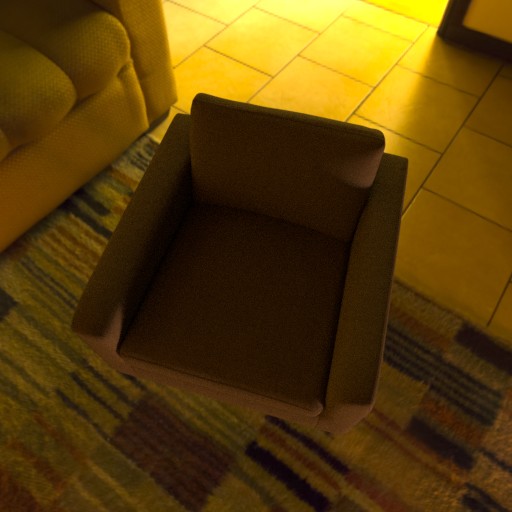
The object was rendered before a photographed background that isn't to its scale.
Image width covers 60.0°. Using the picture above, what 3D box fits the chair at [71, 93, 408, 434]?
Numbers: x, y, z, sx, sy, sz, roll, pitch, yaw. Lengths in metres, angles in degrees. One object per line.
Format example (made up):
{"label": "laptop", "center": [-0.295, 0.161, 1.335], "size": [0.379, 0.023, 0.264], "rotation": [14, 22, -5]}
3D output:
{"label": "chair", "center": [0.000, 0.000, 1.845], "size": [1.070, 0.847, 1.100], "rotation": [13, 60, 8]}
